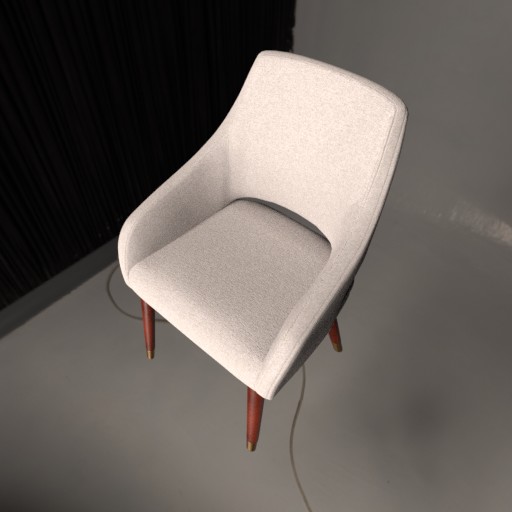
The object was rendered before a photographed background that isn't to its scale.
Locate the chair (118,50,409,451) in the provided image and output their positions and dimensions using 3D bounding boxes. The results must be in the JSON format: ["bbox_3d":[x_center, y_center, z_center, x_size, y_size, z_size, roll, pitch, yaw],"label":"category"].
[{"bbox_3d":[0.000,0.000,1.255,0.609,0.889,0.600,33,55,27],"label":"chair"}]
